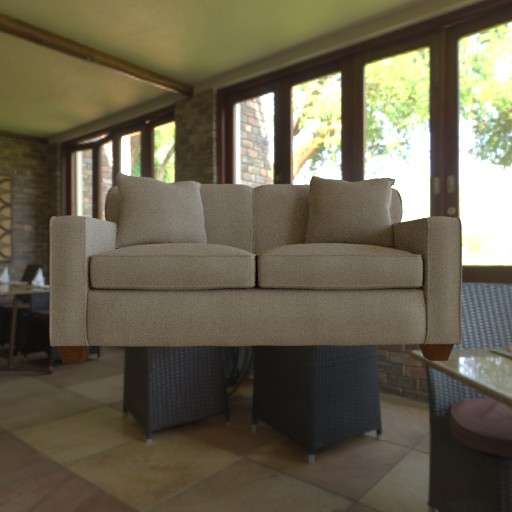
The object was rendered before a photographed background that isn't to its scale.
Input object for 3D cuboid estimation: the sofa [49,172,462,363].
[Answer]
[{"bbox_3d":[0.000,0.000,2.413,1.846,0.958,0.998,0,0,-1],"label":"sofa"}]
